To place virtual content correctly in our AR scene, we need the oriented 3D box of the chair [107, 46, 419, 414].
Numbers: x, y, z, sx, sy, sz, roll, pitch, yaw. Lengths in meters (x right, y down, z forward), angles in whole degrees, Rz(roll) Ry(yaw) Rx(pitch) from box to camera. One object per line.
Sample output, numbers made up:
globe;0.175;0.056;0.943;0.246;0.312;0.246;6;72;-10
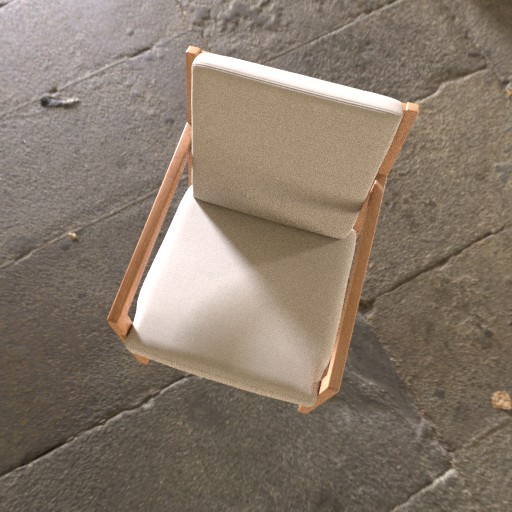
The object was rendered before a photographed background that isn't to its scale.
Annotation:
chair;0.000;0.000;1.380;0.622;0.790;0.857;16;77;4
